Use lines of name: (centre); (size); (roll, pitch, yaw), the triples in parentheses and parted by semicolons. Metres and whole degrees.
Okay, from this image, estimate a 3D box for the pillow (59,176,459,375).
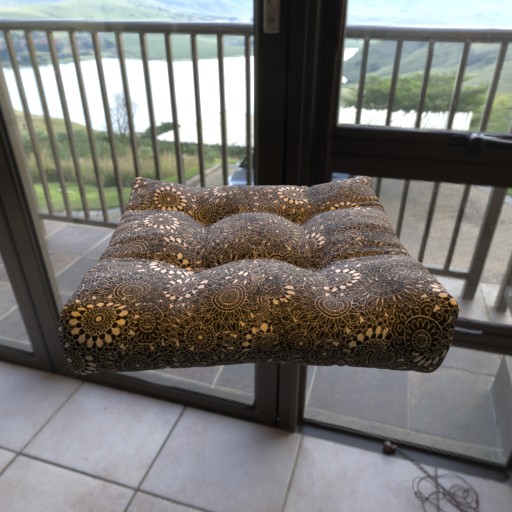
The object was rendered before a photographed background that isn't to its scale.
pillow: (0.000, 0.000, 0.726); (0.490, 0.128, 0.468); (-1, 30, -1)
